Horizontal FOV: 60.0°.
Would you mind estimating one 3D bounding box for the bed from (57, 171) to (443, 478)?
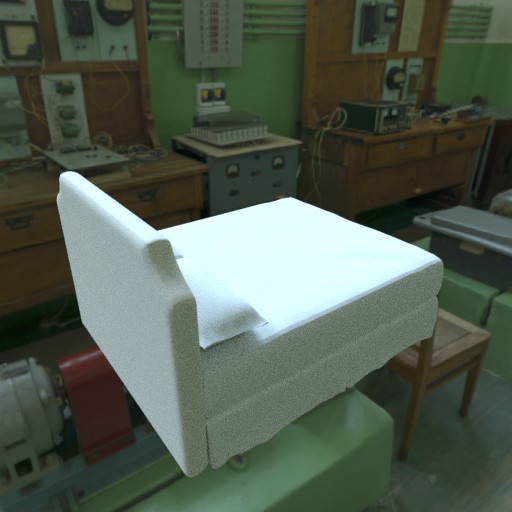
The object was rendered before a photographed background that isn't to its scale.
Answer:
[{"bbox_3d":[0.000,0.000,3.766,2.548,1.524,2.134,-18,32,-32],"label":"bed"}]
